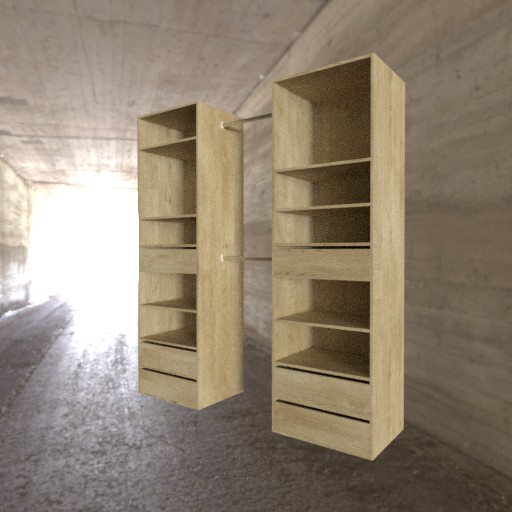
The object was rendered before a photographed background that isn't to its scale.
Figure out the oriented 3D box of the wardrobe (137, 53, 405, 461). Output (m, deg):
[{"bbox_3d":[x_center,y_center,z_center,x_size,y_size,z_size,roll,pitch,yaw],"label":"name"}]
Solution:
[{"bbox_3d":[0.000,0.000,2.887,1.770,2.000,0.480,1,1,36],"label":"wardrobe"}]
